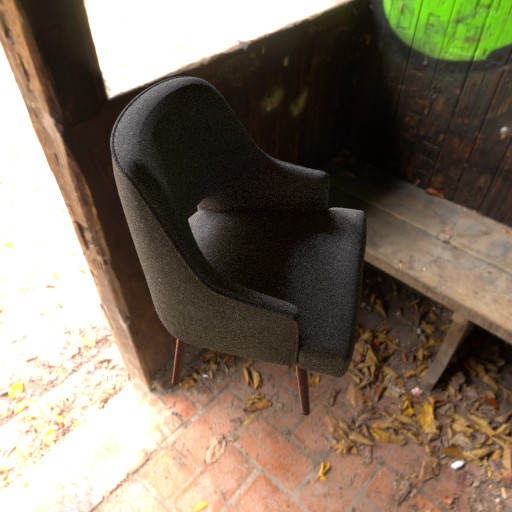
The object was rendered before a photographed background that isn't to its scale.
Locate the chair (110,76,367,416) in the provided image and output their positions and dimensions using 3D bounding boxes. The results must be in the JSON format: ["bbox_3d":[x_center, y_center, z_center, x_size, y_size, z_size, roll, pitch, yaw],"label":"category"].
[{"bbox_3d":[0.000,0.000,1.298,0.629,0.875,0.608,10,46,10],"label":"chair"}]
